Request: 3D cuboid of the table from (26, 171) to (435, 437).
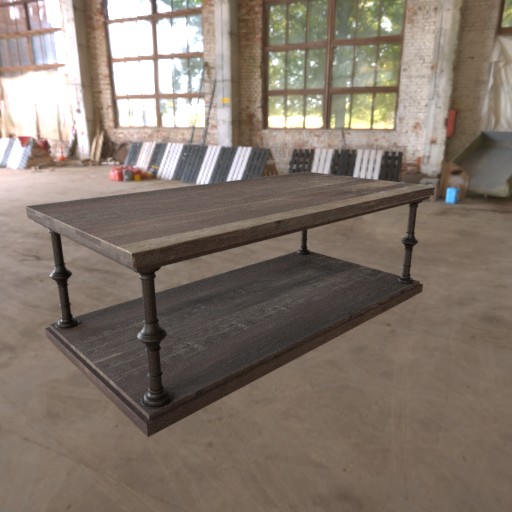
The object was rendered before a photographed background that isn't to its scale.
[{"bbox_3d":[0.000,0.000,1.347,1.088,0.373,0.554,-16,23,-41],"label":"table"}]
